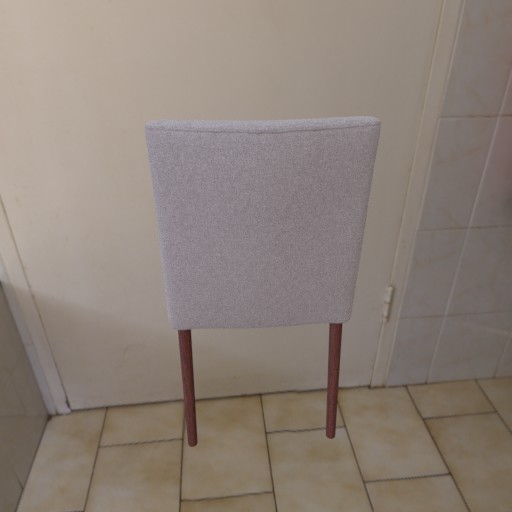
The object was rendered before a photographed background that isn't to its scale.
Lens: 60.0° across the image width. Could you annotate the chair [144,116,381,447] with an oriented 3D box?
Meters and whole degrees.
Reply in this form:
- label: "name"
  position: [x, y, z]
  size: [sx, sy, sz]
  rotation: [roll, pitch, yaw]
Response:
- label: "chair"
  position: [0.000, 0.000, 1.205]
  size: [0.456, 0.859, 0.570]
  rotation: [-2, 31, -3]
